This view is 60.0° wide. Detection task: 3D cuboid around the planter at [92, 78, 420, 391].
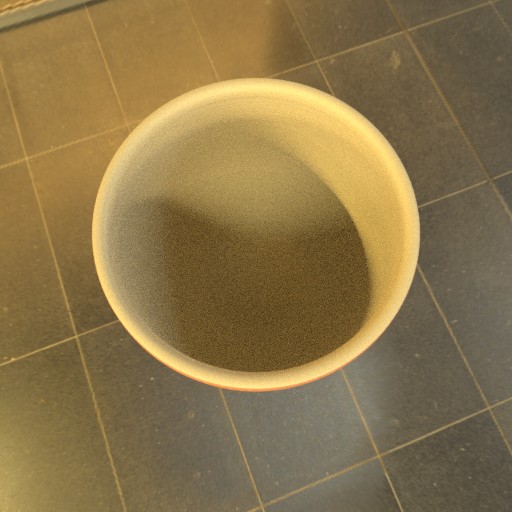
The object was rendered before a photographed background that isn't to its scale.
[{"bbox_3d":[0.000,0.000,0.217,0.124,0.109,0.124,0,75,0],"label":"planter"}]
